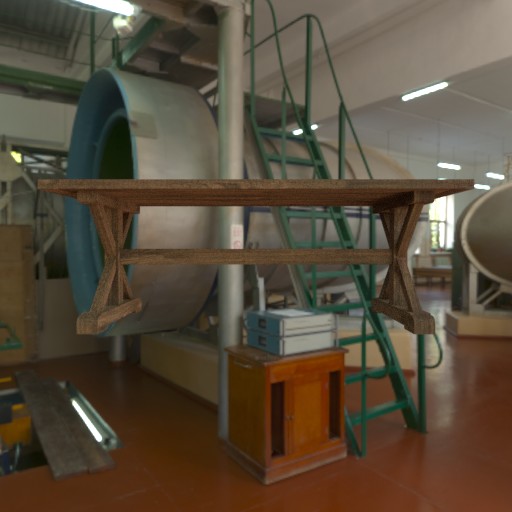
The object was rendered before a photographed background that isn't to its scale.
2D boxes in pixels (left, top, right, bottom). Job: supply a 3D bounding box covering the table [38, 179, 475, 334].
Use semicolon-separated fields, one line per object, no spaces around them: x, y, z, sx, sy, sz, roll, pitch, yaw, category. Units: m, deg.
0.000;0.000;2.520;2.031;0.733;0.907;0;1;0;table
